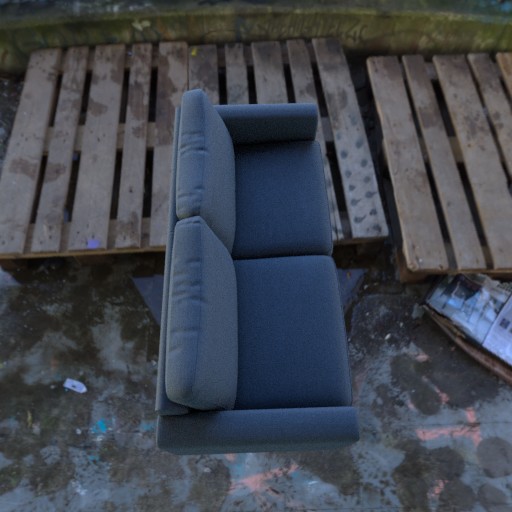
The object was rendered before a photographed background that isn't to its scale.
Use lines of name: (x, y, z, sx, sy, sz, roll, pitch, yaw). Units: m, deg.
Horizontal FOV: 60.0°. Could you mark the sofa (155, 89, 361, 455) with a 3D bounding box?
sofa: (0.000, 0.000, 2.382, 0.877, 0.865, 1.900, -2, 63, -1)
